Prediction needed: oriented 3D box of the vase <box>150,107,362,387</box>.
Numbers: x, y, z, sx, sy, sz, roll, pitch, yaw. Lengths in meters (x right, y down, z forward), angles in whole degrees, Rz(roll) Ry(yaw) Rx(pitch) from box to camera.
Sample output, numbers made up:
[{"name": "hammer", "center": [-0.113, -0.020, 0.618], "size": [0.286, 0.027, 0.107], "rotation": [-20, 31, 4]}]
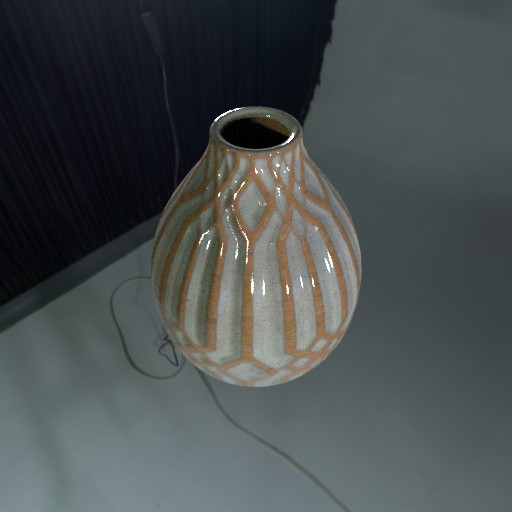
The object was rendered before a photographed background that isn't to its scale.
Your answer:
[{"name": "vase", "center": [0.000, 0.000, 0.273], "size": [0.131, 0.175, 0.131], "rotation": [0, 46, 0]}]
